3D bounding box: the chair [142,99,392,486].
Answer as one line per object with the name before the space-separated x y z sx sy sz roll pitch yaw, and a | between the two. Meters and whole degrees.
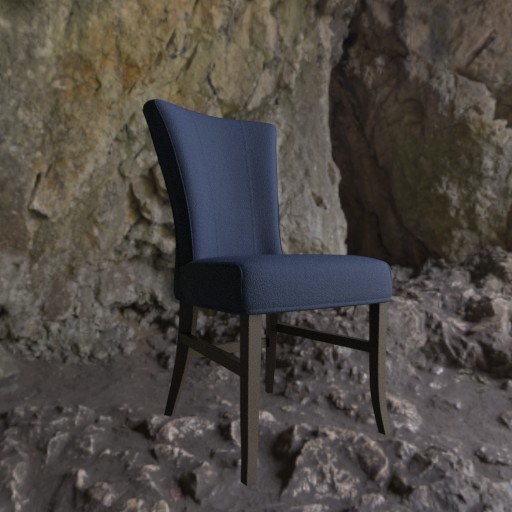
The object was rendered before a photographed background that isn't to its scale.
chair | 0.000 0.000 1.345 0.520 0.991 0.660 0 0 -36
